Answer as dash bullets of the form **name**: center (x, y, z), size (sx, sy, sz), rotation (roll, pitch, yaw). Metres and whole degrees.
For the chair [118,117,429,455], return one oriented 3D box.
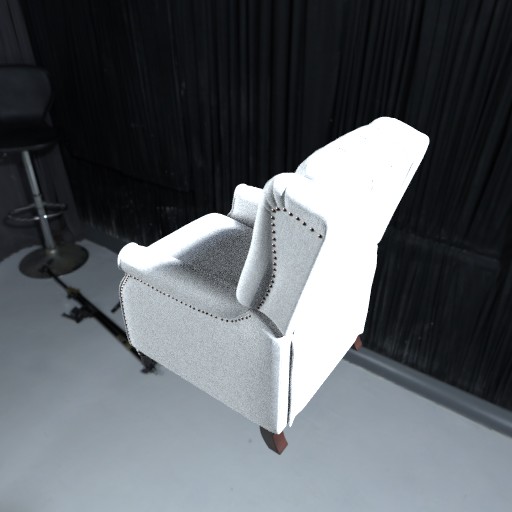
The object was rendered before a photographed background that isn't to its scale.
- **chair**: center (0.000, 0.000, 1.639), size (0.902, 1.035, 0.742), rotation (21, 38, 30)
